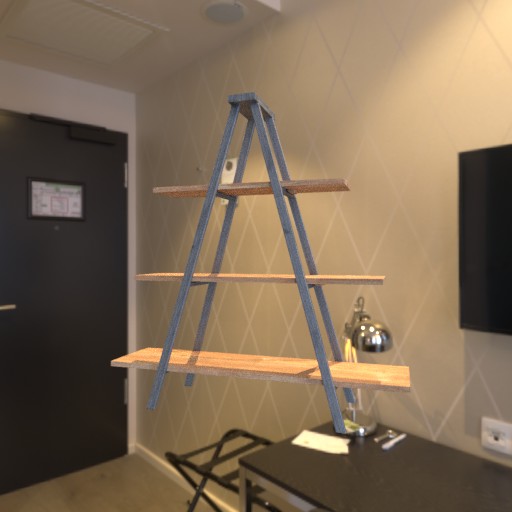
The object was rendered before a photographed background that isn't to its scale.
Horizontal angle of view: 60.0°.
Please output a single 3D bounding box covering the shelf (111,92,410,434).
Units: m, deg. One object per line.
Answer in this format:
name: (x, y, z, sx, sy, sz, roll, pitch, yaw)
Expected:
shelf: (0.000, 0.000, 2.663, 1.746, 1.808, 0.508, 0, 0, 18)
